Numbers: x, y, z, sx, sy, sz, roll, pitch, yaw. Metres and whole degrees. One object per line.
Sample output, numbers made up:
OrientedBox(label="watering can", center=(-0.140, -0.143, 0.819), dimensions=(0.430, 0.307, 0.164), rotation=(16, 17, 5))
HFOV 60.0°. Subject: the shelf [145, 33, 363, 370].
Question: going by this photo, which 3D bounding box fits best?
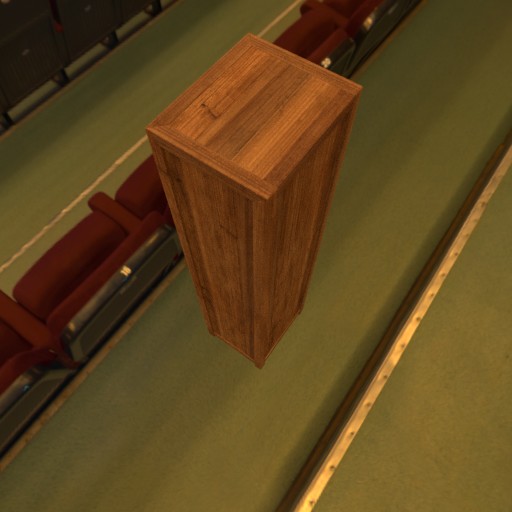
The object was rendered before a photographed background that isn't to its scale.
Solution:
OrientedBox(label="shelf", center=(0.000, 0.000, 2.127), dimensions=(0.428, 1.900, 0.500), rotation=(32, 67, 15))
